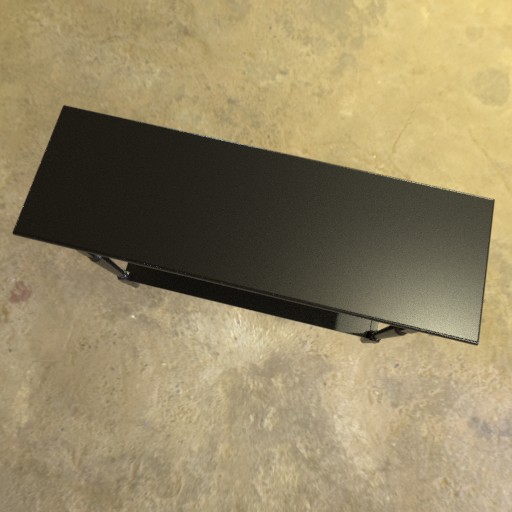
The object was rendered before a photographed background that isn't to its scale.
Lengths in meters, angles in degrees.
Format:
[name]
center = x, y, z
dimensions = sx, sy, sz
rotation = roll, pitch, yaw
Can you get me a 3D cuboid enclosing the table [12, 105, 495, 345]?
[table]
center = 0.000, 0.000, 1.534
dimensions = 1.191, 0.819, 0.386
rotation = 13, 76, 3
